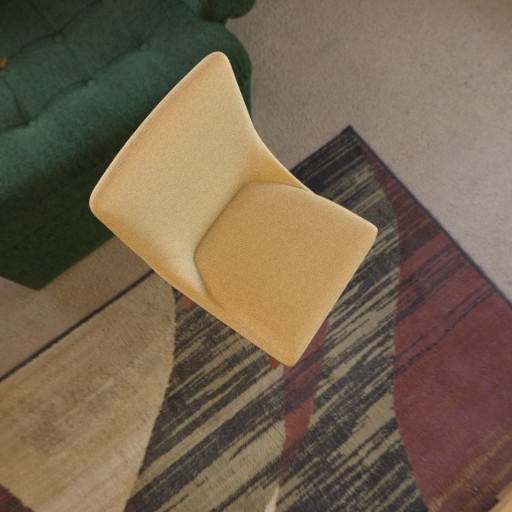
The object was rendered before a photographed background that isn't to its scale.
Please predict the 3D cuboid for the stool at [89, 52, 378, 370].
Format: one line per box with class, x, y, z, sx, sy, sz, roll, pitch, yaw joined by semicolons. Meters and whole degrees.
stool;0.000;0.000;1.399;0.559;1.092;0.470;34;77;9
